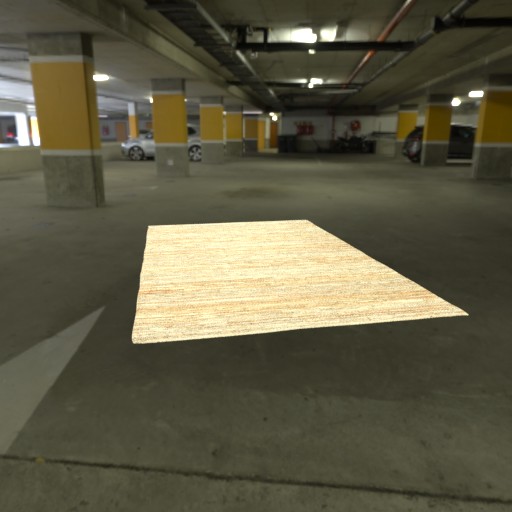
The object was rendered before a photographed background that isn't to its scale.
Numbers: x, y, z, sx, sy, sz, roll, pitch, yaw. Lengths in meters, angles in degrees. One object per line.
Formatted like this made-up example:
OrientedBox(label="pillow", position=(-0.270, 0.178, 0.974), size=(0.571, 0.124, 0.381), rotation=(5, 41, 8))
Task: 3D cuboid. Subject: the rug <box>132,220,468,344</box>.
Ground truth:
OrientedBox(label="rug", position=(0.000, 0.000, 3.068), size=(1.529, 0.009, 2.446), rotation=(-3, 15, -11))
